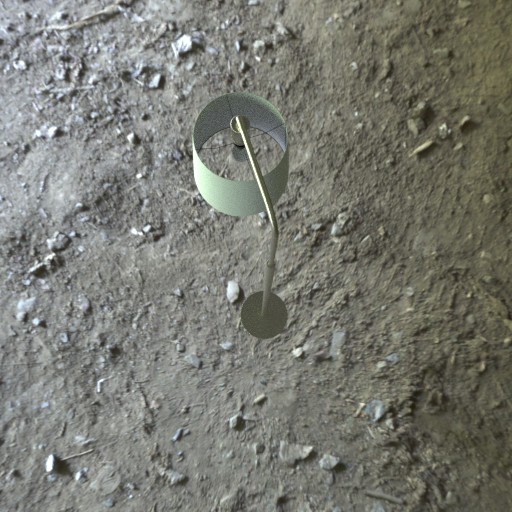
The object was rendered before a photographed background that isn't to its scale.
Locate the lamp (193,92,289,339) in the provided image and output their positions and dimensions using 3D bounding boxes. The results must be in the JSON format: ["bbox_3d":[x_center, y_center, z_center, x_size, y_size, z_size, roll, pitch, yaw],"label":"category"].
[{"bbox_3d":[0.000,0.000,1.606,0.254,1.478,0.508,-18,76,-4],"label":"lamp"}]
